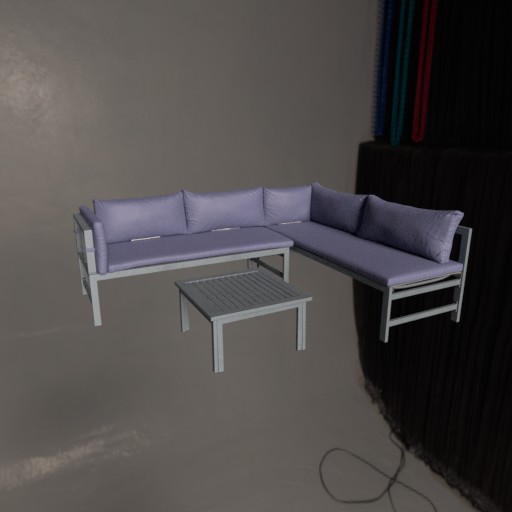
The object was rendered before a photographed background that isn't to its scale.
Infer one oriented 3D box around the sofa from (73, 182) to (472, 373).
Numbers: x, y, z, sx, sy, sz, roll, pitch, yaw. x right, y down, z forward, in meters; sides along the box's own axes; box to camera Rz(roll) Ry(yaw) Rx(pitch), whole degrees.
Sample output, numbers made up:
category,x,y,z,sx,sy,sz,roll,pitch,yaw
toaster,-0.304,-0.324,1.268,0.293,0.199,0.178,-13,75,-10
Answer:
category,x,y,z,sx,sy,sz,roll,pitch,yaw
sofa,0.000,0.000,3.036,2.149,0.762,1.658,-8,18,-26
